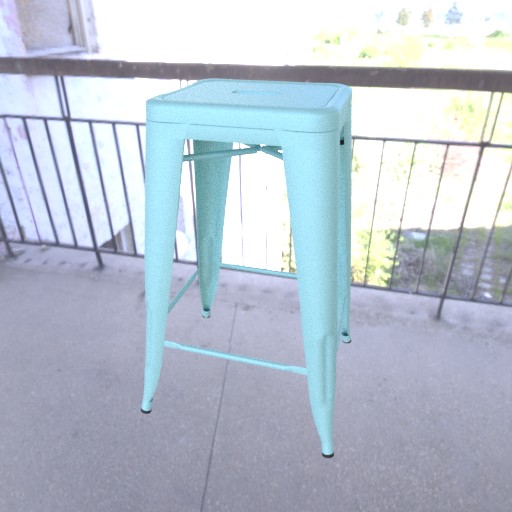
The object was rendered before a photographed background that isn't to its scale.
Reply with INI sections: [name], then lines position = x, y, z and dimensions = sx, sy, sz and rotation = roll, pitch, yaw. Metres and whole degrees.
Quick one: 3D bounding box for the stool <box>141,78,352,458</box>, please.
[stool]
position = 0.000, 0.000, 0.863
dimensions = 0.399, 0.609, 0.359
rotation = 8, 30, 14
